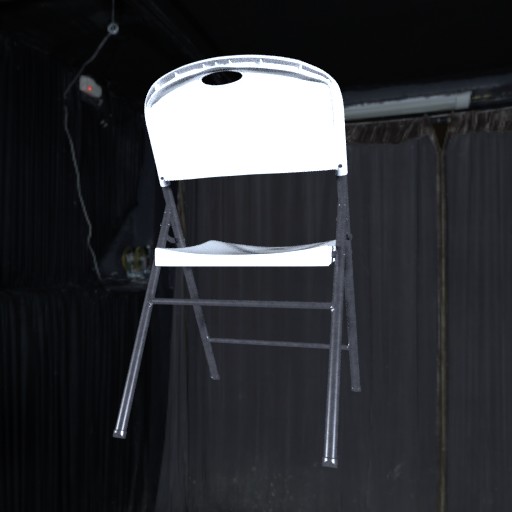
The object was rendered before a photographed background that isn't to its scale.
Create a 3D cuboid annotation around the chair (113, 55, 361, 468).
[{"bbox_3d":[0.000,0.000,1.164,0.494,0.810,0.566,0,-1,18],"label":"chair"}]
